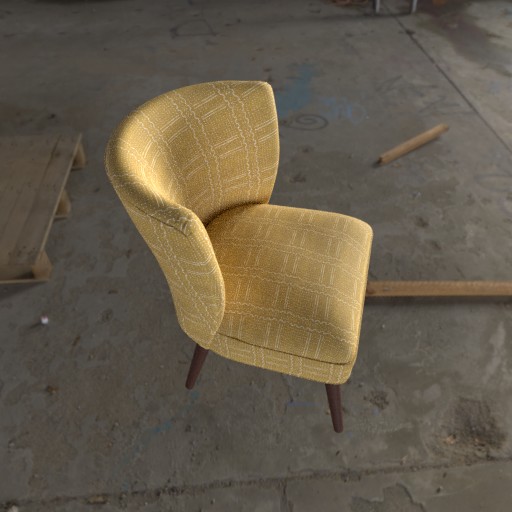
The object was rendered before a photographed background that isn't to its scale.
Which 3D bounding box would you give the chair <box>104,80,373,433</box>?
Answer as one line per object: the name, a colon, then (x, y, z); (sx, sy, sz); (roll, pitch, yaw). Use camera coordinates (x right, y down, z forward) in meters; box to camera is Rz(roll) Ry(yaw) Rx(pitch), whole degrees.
chair: (0.000, 0.000, 1.422); (0.758, 0.866, 0.706); (11, 47, 10)
